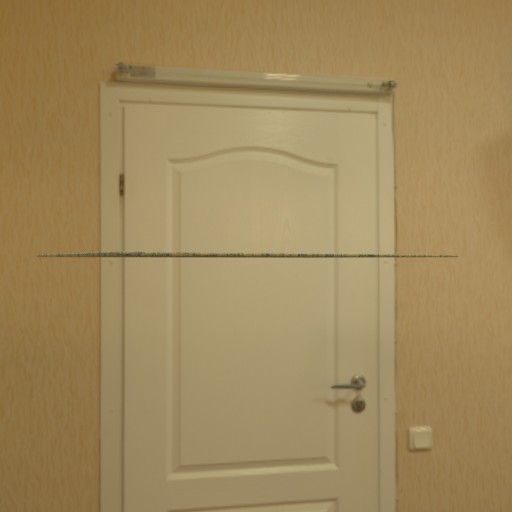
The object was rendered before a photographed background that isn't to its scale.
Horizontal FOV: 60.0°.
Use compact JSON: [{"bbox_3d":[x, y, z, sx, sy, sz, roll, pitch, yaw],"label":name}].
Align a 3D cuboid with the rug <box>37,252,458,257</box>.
[{"bbox_3d":[0.000,0.000,3.013,2.439,0.015,1.524,0,0,-37],"label":"rug"}]
